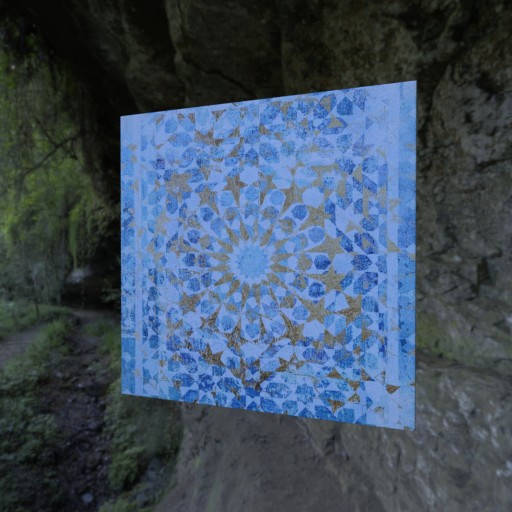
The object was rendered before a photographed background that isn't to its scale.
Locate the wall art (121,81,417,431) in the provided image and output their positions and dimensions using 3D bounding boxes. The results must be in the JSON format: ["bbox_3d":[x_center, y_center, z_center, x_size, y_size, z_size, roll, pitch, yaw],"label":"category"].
[{"bbox_3d":[0.000,0.000,0.596,0.405,0.405,0.037,0,1,20],"label":"wall art"}]
